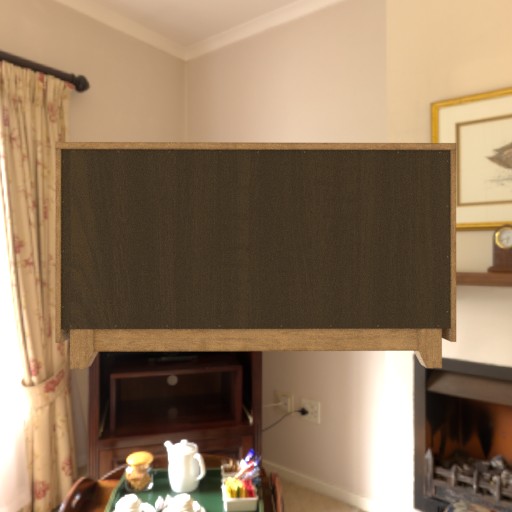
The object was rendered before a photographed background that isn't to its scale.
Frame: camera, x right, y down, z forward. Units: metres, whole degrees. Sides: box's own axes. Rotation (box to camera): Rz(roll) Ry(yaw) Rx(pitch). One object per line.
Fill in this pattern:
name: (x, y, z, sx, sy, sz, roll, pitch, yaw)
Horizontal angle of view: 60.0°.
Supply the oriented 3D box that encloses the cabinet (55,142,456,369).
cabinet: (0.000, 0.000, 1.866, 1.460, 0.825, 0.511, 0, 0, -1)
